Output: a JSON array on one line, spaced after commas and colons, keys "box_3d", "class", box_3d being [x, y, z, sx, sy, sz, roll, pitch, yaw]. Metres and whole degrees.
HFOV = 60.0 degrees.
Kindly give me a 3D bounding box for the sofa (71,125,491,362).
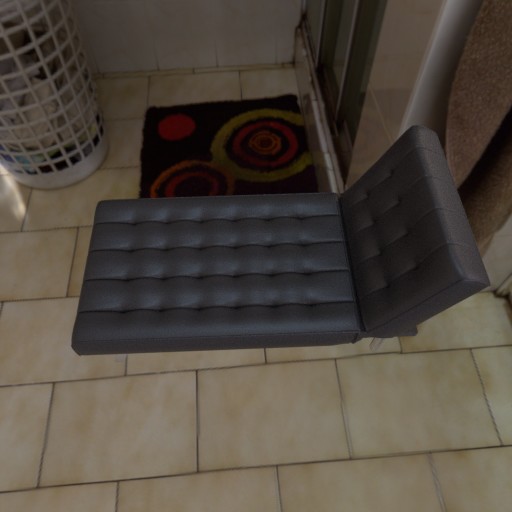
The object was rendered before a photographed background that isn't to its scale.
[{"box_3d": [0.000, 0.000, 1.968, 1.560, 0.820, 0.760, -2, 58, -1], "class": "sofa"}]
